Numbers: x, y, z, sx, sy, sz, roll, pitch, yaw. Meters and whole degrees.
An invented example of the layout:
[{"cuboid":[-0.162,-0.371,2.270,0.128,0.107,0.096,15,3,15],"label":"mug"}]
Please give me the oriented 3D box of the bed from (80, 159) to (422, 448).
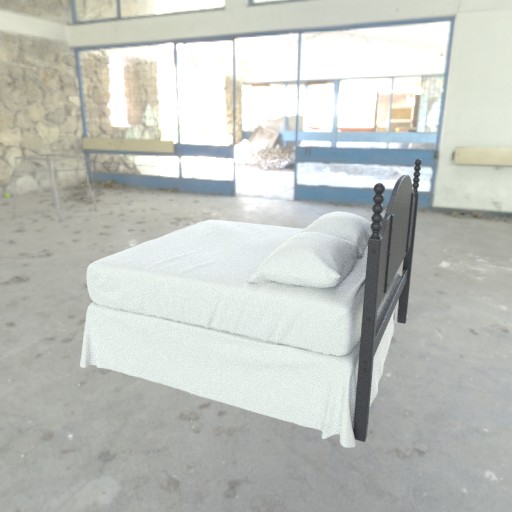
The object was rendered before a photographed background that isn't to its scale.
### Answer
[{"cuboid":[0.000,0.000,3.262,2.040,1.356,1.873,8,18,24],"label":"bed"}]
